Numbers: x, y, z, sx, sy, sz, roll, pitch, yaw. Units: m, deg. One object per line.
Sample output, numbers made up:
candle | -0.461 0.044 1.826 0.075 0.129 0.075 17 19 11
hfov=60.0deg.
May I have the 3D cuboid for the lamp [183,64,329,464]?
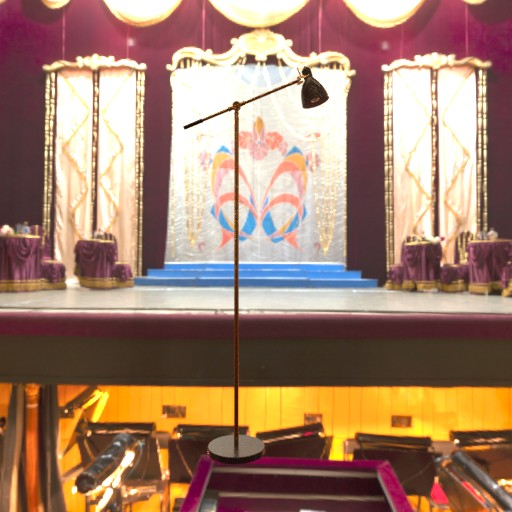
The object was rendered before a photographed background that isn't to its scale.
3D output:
lamp | 0.000 0.000 1.860 0.618 1.628 0.235 0 -1 1
